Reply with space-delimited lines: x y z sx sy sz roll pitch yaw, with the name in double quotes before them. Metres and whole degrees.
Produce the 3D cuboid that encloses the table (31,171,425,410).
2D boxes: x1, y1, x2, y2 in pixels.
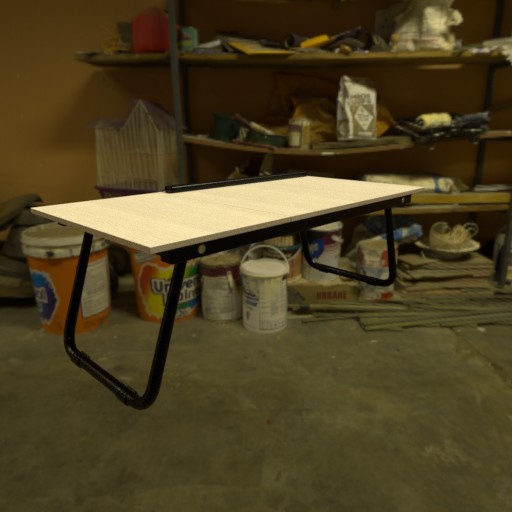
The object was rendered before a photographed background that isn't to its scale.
"table" 0.000 0.000 0.808 0.322 0.242 0.644 15 22 42
